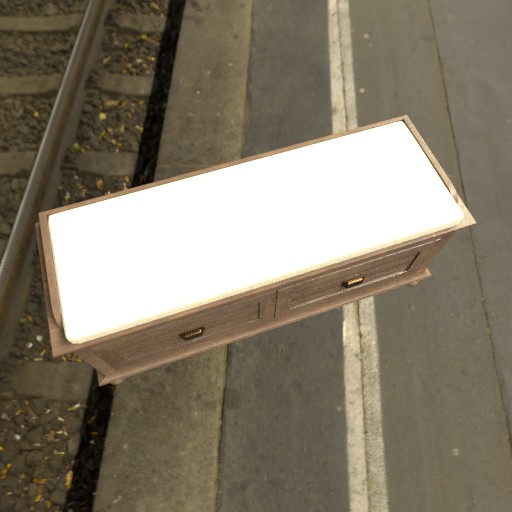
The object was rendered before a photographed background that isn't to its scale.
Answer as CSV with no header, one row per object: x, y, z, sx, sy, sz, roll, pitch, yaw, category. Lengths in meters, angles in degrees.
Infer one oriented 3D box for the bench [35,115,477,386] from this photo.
0.000,0.000,1.433,1.185,0.501,0.402,-17,64,-8,bench
